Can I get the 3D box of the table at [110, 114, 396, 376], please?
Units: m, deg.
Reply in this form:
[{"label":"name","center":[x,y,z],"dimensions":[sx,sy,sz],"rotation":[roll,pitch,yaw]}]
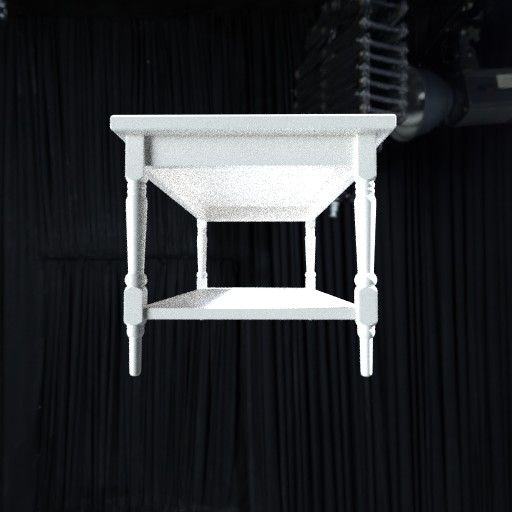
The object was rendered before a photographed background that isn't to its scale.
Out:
[{"label":"table","center":[0.000,0.000,1.396],"dimensions":[0.550,0.510,1.107],"rotation":[0,-2,1]}]
